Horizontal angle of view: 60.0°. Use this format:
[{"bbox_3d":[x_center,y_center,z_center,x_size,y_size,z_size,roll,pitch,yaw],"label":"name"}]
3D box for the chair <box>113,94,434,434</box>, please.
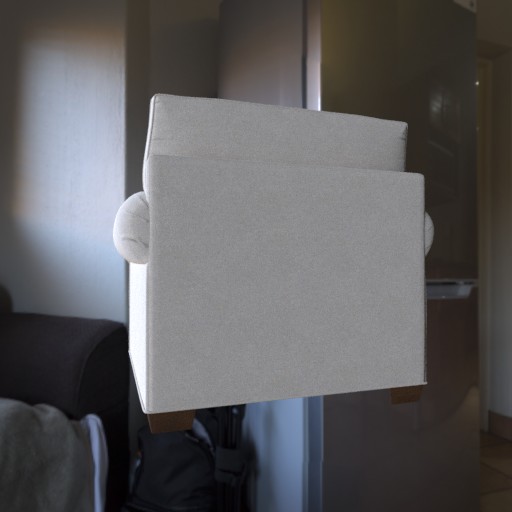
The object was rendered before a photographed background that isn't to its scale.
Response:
[{"bbox_3d":[0.000,0.000,1.699,1.040,0.955,0.863,0,0,-18],"label":"chair"}]
